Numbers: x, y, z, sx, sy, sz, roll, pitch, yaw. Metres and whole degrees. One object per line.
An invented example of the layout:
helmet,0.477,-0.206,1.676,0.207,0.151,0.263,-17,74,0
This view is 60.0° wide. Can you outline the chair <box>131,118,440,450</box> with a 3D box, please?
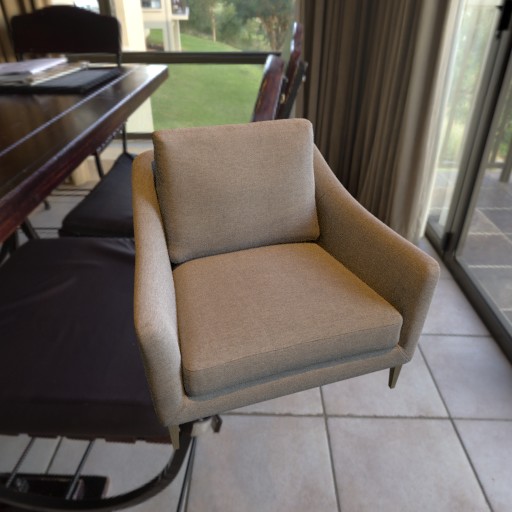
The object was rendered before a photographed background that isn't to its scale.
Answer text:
chair,0.000,0.000,1.757,0.986,0.902,0.961,-10,33,-15
